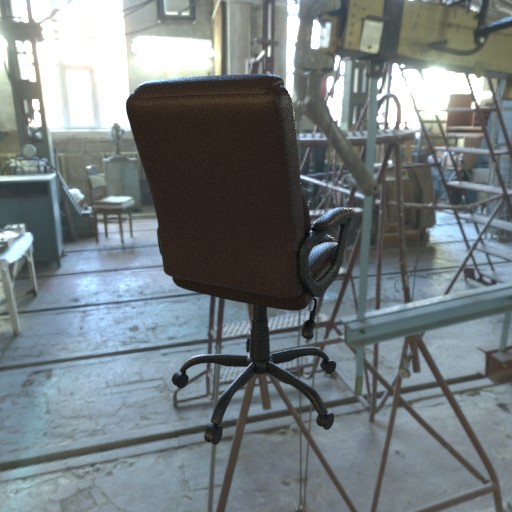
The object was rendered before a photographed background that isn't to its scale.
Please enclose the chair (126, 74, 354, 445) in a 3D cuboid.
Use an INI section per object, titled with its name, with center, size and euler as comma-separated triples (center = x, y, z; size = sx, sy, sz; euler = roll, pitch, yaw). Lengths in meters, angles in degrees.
[chair]
center = 0.000, 0.000, 1.481
size = 0.615, 1.072, 0.655
euler = 9, 18, 27
